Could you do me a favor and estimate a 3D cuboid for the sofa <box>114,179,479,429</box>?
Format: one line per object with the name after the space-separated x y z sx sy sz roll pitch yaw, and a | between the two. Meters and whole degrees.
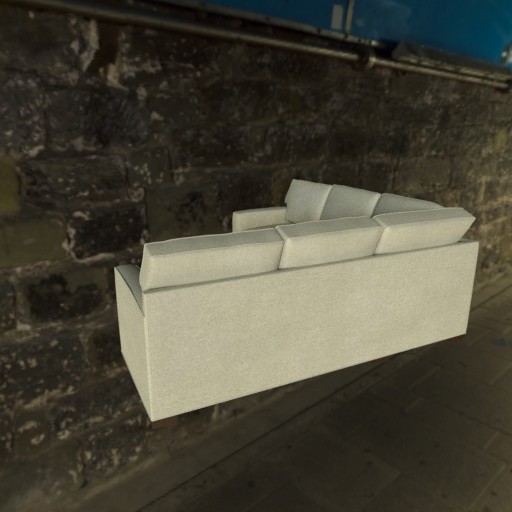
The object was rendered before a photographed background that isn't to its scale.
0.000 0.000 3.409 2.211 0.936 2.188 -8 18 -26 | sofa
